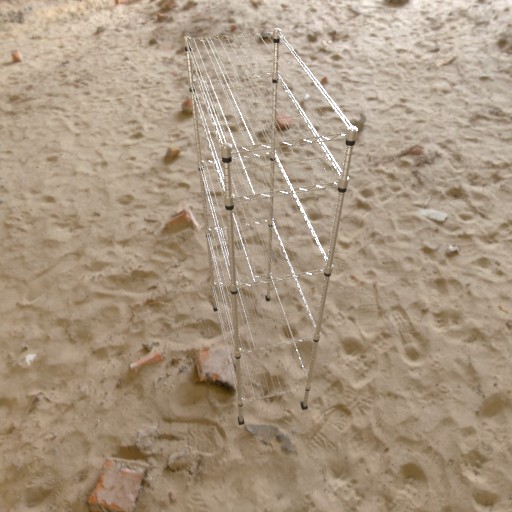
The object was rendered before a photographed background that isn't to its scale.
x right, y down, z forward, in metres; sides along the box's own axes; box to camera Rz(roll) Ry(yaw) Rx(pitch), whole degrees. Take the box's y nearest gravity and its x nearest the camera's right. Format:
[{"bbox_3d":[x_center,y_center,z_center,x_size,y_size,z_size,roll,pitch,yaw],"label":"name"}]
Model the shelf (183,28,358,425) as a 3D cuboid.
[{"bbox_3d":[0.000,0.000,1.915,0.356,1.587,0.762,-10,47,-10],"label":"shelf"}]
